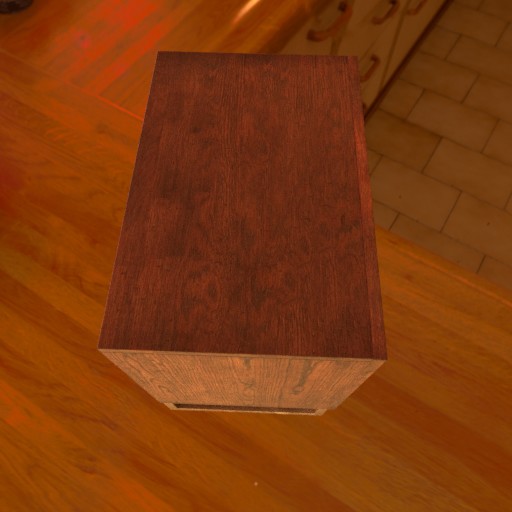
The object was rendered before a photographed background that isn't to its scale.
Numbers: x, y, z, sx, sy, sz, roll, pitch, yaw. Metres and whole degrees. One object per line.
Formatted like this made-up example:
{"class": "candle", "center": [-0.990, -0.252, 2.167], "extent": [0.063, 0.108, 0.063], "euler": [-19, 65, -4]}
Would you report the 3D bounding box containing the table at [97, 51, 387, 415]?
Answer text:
{"class": "table", "center": [0.000, 0.000, 1.272], "extent": [0.542, 0.746, 0.767], "euler": [2, 63, 1]}
